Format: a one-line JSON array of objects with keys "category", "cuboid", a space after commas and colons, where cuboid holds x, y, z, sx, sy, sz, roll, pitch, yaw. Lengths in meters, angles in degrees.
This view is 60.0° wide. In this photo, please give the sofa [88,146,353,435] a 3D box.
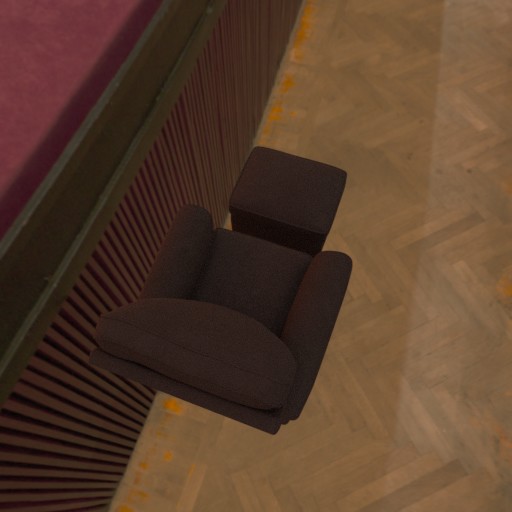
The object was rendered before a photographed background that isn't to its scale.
[{"category": "sofa", "cuboid": [0.000, 0.000, 2.061, 0.880, 0.959, 1.478, 18, 64, 9]}]
